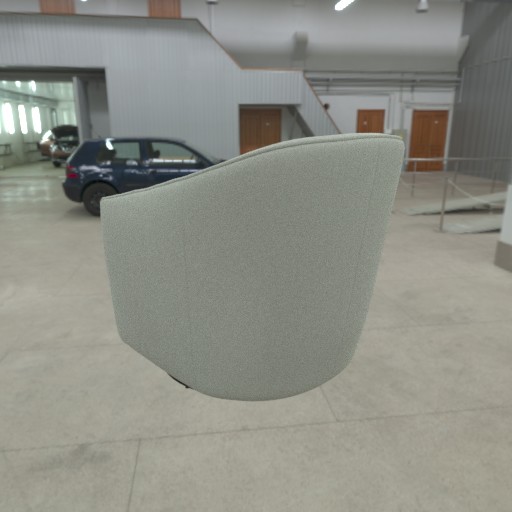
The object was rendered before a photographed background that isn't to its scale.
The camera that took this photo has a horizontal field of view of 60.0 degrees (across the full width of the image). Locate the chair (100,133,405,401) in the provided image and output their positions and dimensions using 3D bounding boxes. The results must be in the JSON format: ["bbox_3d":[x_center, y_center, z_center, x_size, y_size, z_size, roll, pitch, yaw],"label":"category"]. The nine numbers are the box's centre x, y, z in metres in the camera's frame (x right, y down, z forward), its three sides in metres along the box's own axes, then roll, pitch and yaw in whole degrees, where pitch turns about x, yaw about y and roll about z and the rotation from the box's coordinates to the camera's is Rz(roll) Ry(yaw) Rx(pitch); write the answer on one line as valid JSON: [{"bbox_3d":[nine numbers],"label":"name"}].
[{"bbox_3d":[0.000,0.000,1.486,0.747,0.799,0.875,-14,21,-41],"label":"chair"}]
